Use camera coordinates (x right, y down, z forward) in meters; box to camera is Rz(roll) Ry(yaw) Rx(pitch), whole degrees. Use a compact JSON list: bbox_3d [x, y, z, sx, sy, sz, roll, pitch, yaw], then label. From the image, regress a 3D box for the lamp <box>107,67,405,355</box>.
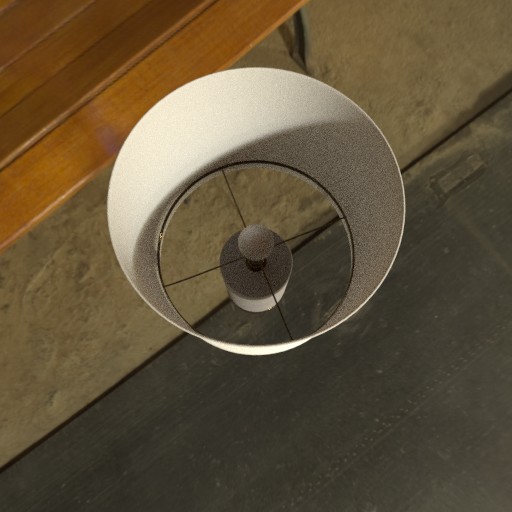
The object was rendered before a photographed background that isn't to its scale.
[{"bbox_3d":[0.000,0.000,0.525,0.229,0.380,0.229,0,76,0],"label":"lamp"}]
